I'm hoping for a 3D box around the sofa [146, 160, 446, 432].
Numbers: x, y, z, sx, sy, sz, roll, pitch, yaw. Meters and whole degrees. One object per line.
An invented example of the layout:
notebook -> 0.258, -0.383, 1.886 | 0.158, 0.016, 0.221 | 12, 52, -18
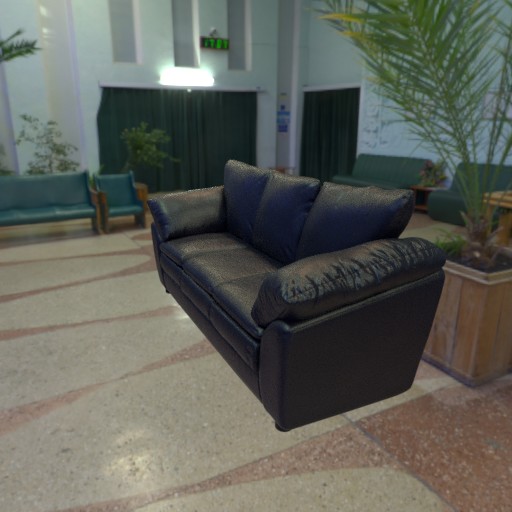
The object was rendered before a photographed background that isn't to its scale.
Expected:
sofa -> 0.000, 0.000, 2.869 | 0.880, 1.073, 2.336 | -8, 18, -25
